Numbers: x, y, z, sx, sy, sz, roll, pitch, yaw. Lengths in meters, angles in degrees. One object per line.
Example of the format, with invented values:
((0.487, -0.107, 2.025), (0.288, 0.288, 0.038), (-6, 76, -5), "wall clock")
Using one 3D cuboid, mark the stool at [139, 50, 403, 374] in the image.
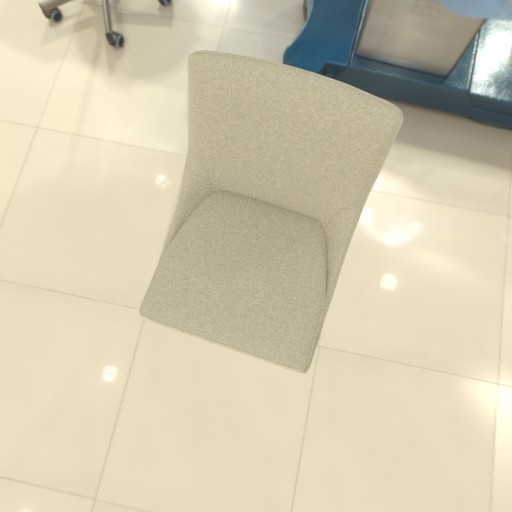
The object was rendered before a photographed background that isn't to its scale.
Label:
((0.000, 0.000, 1.291), (0.469, 0.991, 0.559), (18, 76, 5), "stool")
